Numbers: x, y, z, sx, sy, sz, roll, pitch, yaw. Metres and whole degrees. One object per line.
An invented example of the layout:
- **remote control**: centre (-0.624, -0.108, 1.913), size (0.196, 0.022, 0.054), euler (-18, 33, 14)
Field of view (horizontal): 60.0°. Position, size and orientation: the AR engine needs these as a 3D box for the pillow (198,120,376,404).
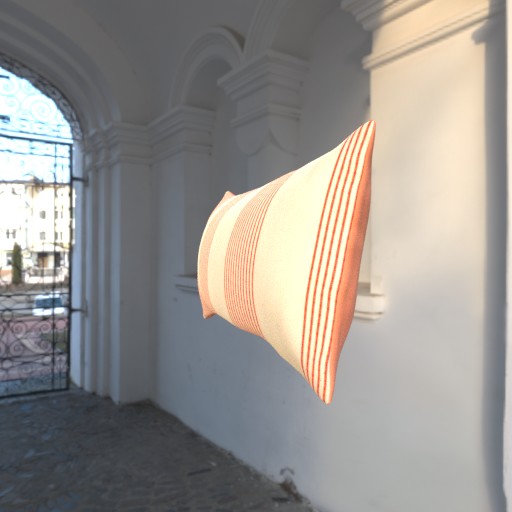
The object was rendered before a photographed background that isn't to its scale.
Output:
- **pillow**: centre (0.000, 0.000, 0.731), size (0.156, 0.292, 0.608), euler (0, 1, -18)
